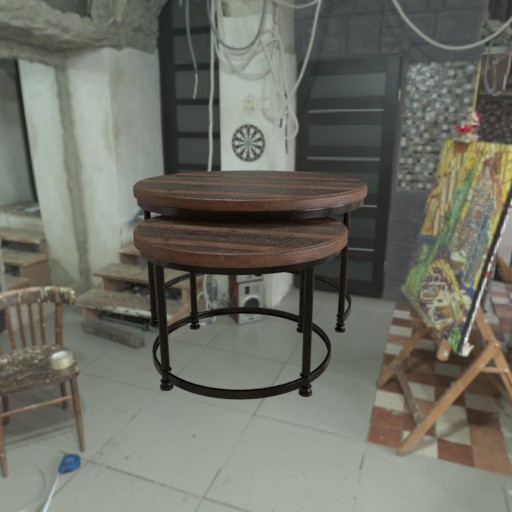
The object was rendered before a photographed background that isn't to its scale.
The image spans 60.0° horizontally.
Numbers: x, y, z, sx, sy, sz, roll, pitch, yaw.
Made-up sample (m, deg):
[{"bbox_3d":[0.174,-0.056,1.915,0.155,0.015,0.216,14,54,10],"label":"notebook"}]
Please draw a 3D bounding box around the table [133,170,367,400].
[{"bbox_3d":[0.000,0.000,1.633,0.870,0.516,1.152,-2,16,-8],"label":"table"}]
